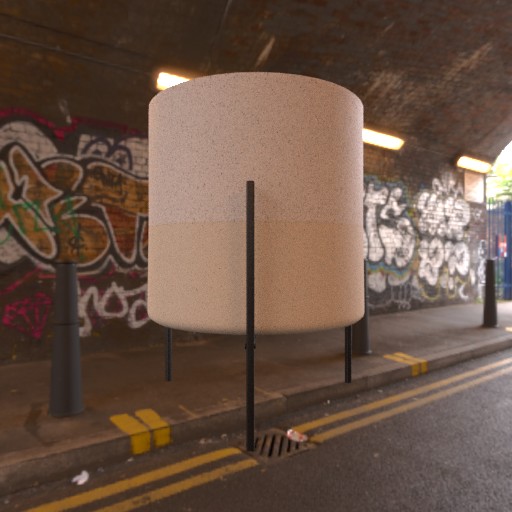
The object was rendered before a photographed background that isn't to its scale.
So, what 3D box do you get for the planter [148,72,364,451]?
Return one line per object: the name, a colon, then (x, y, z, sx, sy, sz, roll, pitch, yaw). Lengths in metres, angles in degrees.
planter: (0.000, 0.000, 0.646, 0.313, 0.423, 0.335, 0, 0, 1)
